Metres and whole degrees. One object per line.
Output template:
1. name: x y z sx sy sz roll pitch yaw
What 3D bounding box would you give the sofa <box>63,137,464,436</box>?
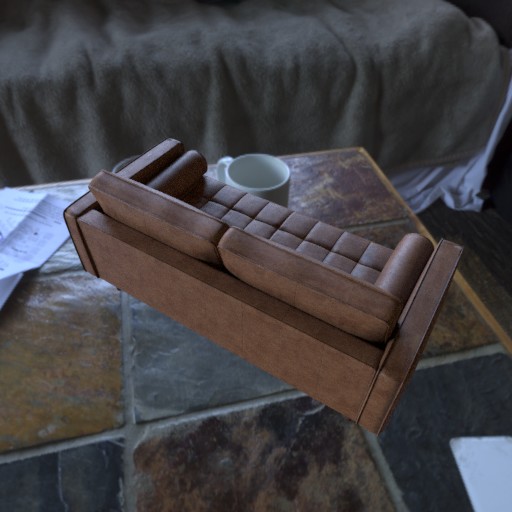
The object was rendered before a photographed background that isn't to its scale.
1. sofa: 0.000 0.000 2.424 1.920 0.825 0.924 24 51 22
